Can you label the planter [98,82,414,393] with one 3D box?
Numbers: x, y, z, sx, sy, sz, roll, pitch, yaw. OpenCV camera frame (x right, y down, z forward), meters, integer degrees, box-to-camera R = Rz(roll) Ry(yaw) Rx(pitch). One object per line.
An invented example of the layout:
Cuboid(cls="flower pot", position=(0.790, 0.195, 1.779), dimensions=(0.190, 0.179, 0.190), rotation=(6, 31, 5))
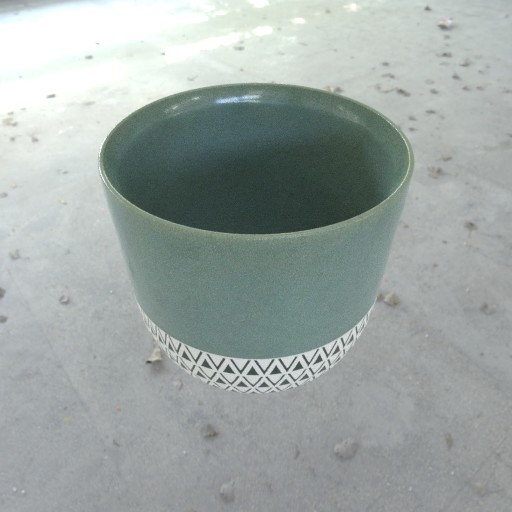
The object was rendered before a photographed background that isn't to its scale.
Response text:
Cuboid(cls="planter", position=(0.000, 0.000, 0.473), dimensions=(0.266, 0.270, 0.266), rotation=(0, 42, 0))
